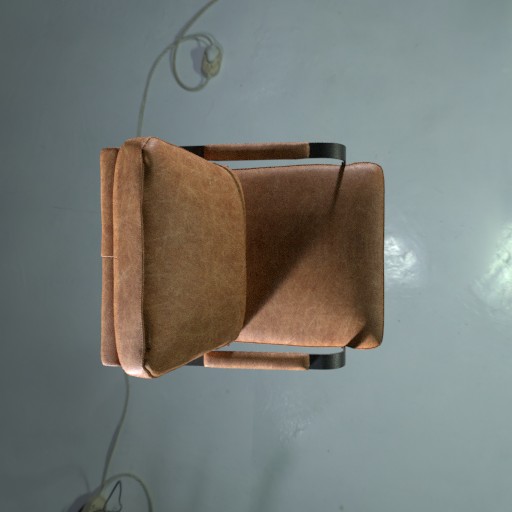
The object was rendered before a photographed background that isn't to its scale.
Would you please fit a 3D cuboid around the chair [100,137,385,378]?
[{"bbox_3d":[0.000,0.000,1.364,0.801,0.777,0.651,0,91,1],"label":"chair"}]
